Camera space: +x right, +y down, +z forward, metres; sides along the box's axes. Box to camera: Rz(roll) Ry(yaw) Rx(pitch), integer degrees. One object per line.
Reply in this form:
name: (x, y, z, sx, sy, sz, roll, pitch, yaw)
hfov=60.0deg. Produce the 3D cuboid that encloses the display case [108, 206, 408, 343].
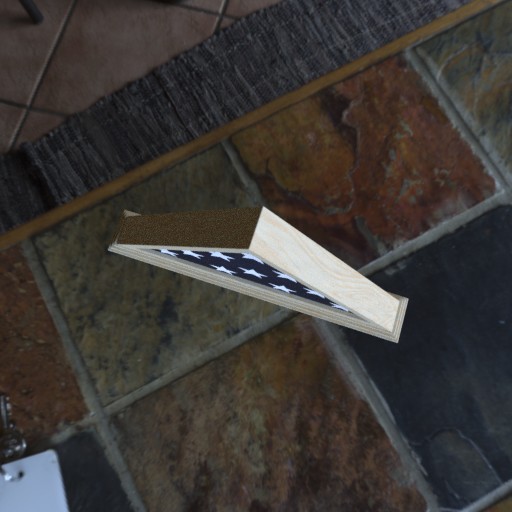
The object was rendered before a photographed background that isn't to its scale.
display case: (0.000, 0.000, 0.780, 0.640, 0.340, 0.095, 17, 77, 4)
